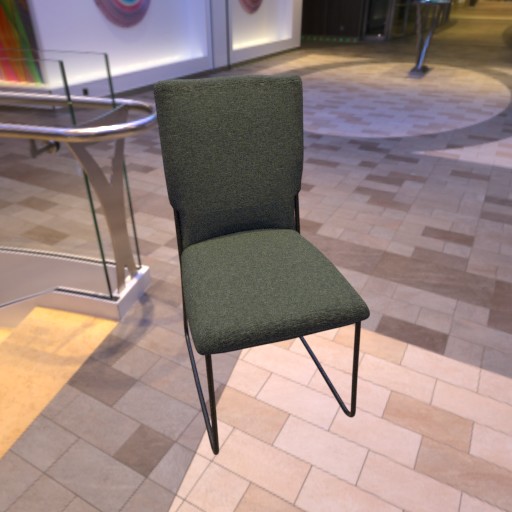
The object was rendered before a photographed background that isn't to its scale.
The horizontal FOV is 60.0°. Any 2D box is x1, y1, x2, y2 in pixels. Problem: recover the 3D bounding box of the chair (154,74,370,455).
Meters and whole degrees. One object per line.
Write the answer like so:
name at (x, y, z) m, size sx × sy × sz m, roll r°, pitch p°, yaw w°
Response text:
chair at (0.000, 0.000, 1.331) m, size 0.480 × 0.931 × 0.635 m, roll -9°, pitch 33°, yaw -15°
